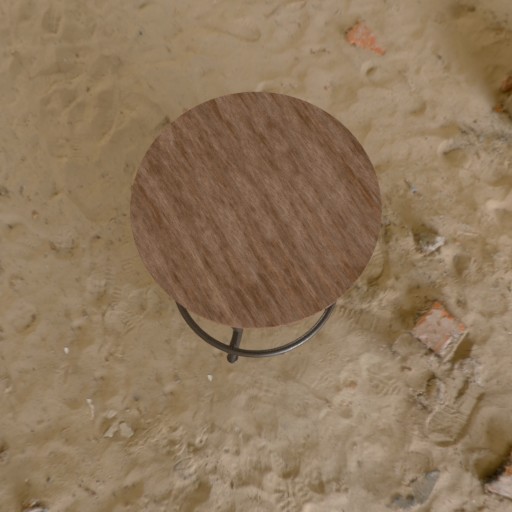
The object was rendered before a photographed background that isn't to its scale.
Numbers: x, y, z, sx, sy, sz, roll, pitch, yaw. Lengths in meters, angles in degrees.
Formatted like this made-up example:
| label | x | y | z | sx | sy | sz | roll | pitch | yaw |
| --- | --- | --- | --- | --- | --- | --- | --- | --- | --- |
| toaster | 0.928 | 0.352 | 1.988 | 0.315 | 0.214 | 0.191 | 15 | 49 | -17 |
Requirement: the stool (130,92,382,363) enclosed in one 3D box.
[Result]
| label | x | y | z | sx | sy | sz | roll | pitch | yaw |
| --- | --- | --- | --- | --- | --- | --- | --- | --- | --- |
| stool | 0.000 | 0.000 | 0.910 | 0.439 | 0.609 | 0.439 | 17 | 76 | 4 |
